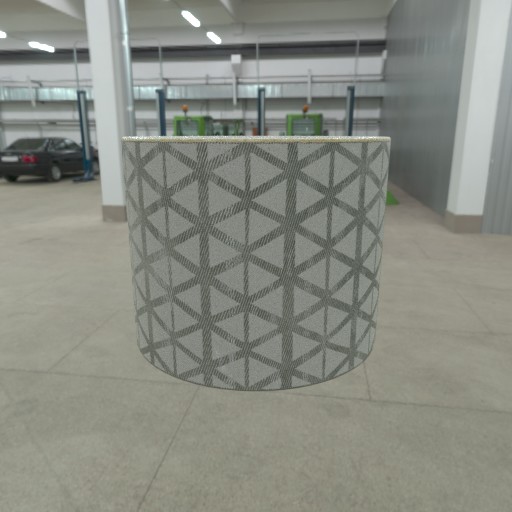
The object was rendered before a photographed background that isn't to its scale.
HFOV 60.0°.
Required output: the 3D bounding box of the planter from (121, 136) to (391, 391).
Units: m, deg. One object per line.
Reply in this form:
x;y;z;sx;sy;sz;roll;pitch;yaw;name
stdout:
0.000;0.000;0.459;0.250;0.239;0.250;0;15;0;planter
